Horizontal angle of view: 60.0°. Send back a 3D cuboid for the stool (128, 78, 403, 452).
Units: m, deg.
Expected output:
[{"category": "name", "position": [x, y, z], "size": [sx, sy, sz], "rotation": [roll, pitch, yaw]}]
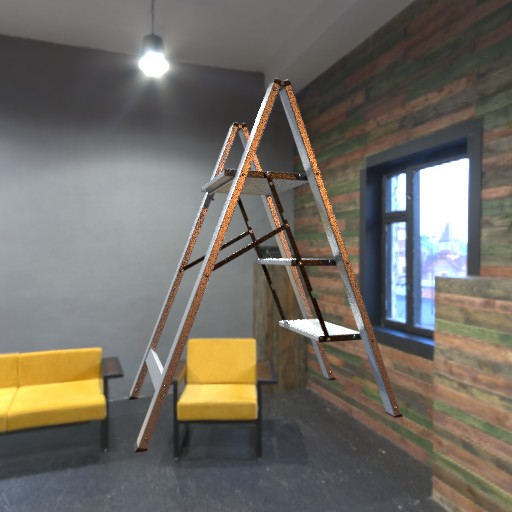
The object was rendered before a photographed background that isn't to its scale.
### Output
[{"category": "stool", "position": [0.000, 0.000, 1.336], "size": [0.730, 0.902, 0.441], "rotation": [0, 0, -18]}]
